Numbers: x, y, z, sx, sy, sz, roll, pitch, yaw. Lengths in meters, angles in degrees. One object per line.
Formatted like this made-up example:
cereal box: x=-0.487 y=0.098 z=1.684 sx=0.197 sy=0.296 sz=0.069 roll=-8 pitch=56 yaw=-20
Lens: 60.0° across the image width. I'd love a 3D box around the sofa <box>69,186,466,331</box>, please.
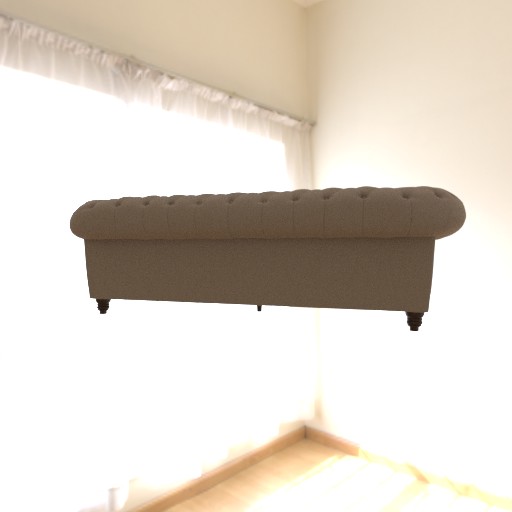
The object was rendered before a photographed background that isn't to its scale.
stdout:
sofa: x=0.000 y=0.000 z=2.821 sx=2.411 sy=0.749 sz=0.991 roll=0 pitch=1 yaw=18
